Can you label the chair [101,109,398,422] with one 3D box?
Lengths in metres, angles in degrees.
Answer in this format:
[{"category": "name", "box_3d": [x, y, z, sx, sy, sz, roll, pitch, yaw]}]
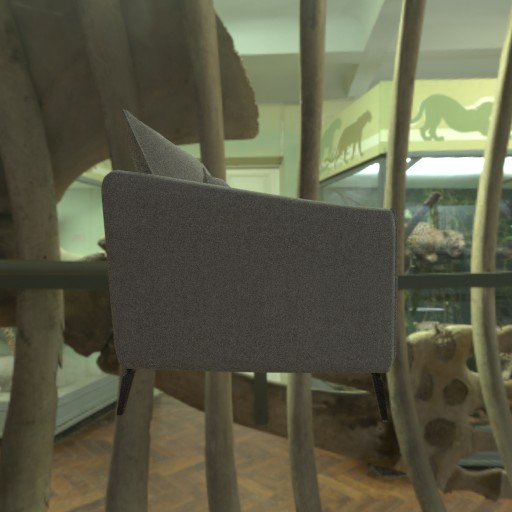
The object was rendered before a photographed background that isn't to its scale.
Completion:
[{"category": "chair", "box_3d": [0.000, 0.000, 1.628, 0.801, 0.856, 1.029, 0, 0, 3]}]
